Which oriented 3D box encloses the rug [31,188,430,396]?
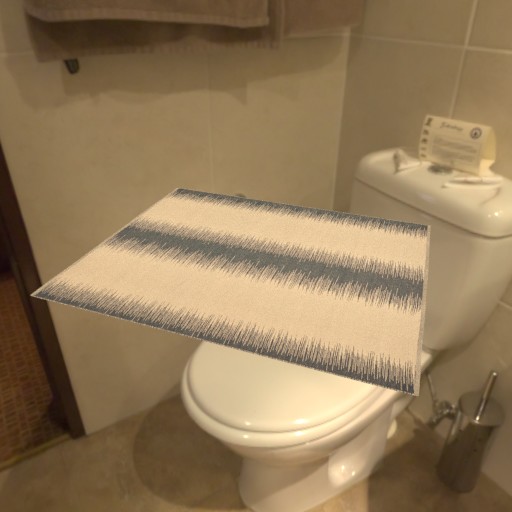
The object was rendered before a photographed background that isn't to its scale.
[{"bbox_3d":[0.000,0.000,4.142,3.037,0.004,2.453,11,33,17],"label":"rug"}]
